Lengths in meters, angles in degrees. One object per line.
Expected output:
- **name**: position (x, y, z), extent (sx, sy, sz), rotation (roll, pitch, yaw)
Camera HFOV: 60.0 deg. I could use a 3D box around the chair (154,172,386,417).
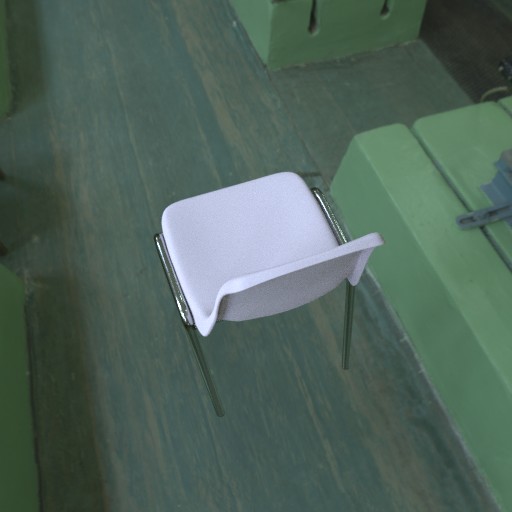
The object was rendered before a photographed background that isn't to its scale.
- **chair**: position (0.000, 0.000, 0.926), extent (0.381, 0.653, 0.436), rotation (-18, 61, -10)
